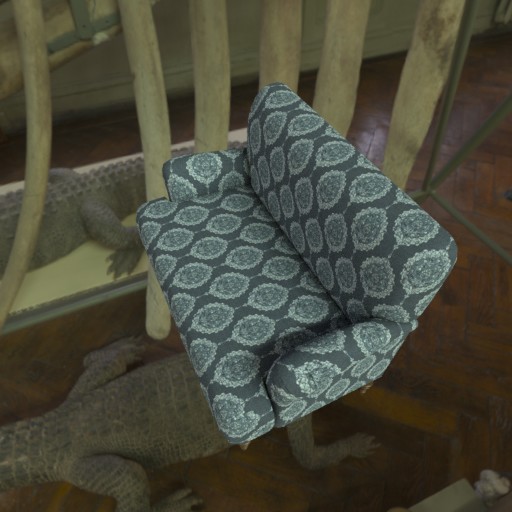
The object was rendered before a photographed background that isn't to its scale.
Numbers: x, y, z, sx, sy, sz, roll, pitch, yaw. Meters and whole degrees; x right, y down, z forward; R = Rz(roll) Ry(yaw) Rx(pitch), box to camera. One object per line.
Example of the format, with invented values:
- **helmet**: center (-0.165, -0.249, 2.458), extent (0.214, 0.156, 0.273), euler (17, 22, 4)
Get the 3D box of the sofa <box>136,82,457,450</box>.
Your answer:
- **sofa**: center (0.000, 0.000, 1.825), extent (0.779, 0.867, 1.297), euler (-19, 49, -17)
